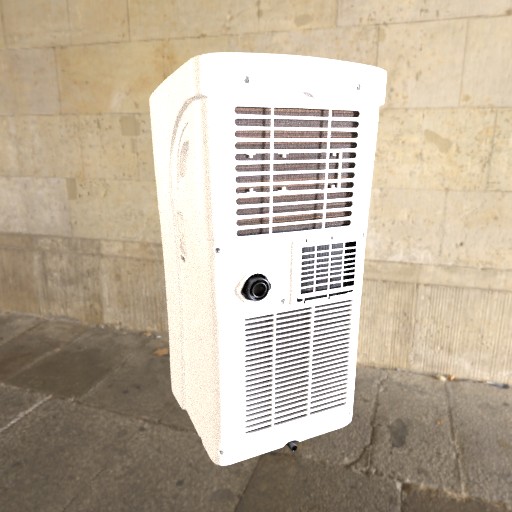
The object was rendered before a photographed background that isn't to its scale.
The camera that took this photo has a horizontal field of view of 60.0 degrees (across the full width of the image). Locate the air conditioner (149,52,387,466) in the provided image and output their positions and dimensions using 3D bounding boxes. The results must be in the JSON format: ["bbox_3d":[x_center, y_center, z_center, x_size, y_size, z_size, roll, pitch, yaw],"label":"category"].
[{"bbox_3d":[0.000,0.000,0.919,0.352,0.716,0.369,-7,16,-25],"label":"air conditioner"}]
